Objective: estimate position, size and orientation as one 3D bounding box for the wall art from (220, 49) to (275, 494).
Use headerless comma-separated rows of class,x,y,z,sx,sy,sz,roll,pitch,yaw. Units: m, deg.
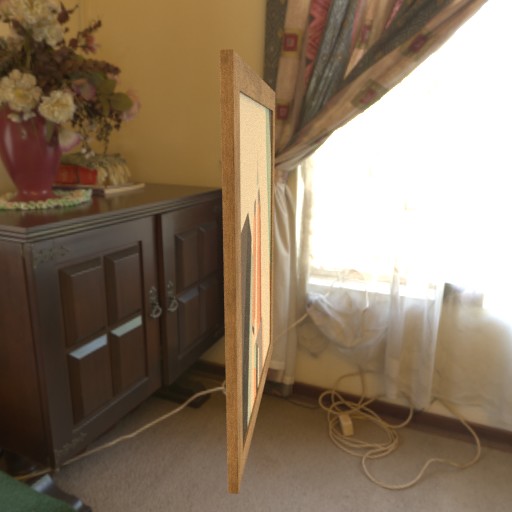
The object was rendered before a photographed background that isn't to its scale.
wall art,0.000,0.000,0.912,0.018,0.686,0.534,2,15,8
